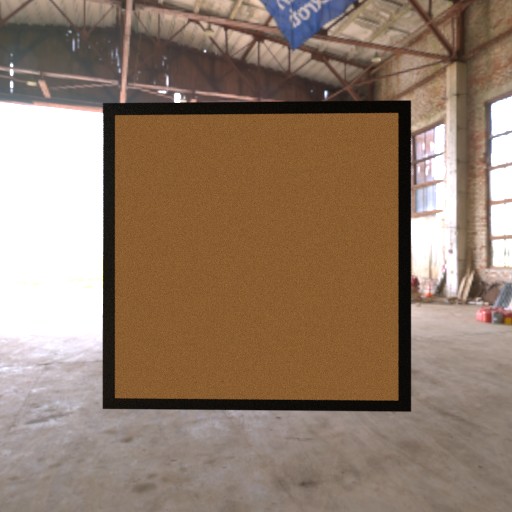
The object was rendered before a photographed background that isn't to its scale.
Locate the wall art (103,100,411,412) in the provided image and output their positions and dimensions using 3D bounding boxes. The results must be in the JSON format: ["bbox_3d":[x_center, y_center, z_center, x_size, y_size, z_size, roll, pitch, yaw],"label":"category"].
[{"bbox_3d":[0.000,0.000,0.448,0.299,0.299,0.037,0,0,1],"label":"wall art"}]
